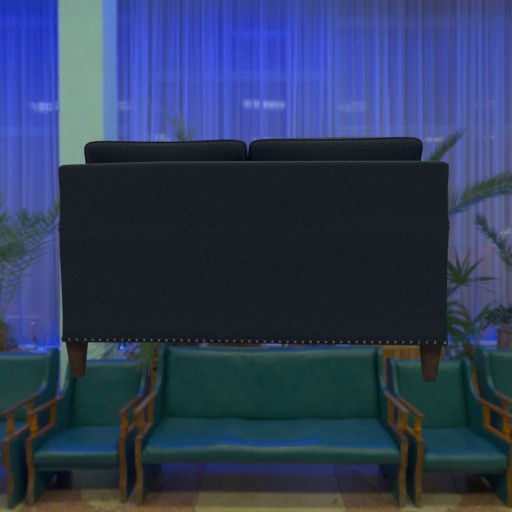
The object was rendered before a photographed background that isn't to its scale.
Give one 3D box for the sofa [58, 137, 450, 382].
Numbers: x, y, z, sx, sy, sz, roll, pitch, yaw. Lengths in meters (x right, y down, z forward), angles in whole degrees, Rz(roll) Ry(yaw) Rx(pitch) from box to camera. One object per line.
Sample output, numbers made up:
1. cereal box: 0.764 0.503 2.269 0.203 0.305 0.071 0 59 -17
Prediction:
1. sofa: 0.000 0.000 2.221 1.597 1.003 1.084 0 0 3
